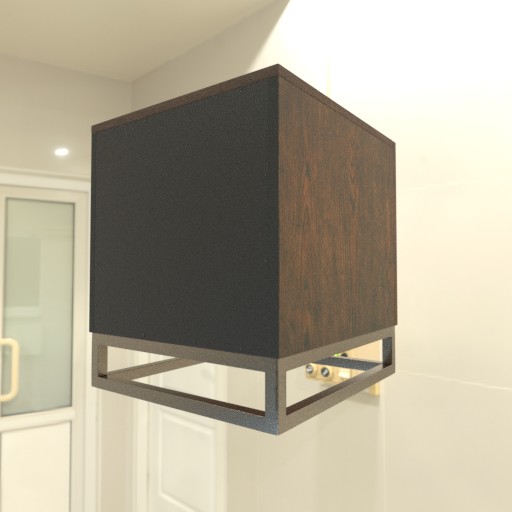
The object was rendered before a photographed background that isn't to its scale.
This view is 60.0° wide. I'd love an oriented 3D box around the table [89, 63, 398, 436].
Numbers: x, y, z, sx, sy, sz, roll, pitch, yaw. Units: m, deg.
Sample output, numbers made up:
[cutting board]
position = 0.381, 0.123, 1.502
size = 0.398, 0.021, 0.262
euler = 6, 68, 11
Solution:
[table]
position = 0.000, 0.000, 1.064
size = 0.506, 0.582, 0.566
euler = -1, -2, 37
